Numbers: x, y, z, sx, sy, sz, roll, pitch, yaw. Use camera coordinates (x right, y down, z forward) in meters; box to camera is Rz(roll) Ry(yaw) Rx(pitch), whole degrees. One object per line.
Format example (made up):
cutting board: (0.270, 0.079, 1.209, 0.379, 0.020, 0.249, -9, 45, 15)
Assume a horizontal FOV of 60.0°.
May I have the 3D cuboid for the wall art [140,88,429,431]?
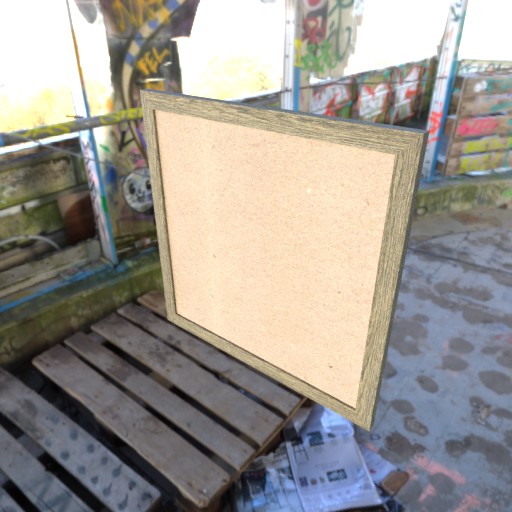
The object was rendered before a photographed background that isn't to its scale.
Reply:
wall art: (0.000, 0.000, 0.780, 0.508, 0.508, 0.019, 21, 35, 32)
